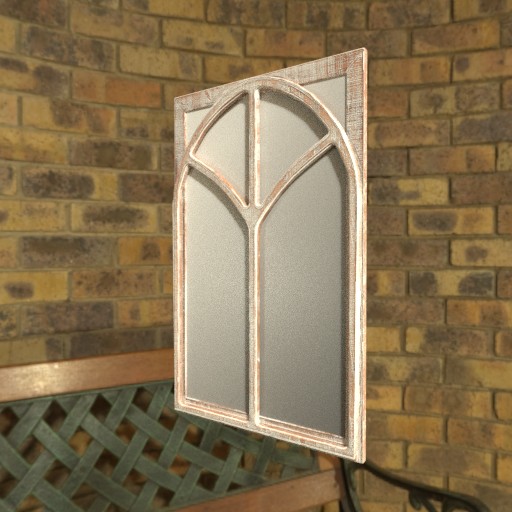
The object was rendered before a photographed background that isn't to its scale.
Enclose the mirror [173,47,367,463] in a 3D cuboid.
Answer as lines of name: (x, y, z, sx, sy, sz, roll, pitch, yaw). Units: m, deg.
mirror: (0.000, 0.000, 0.977, 0.495, 0.787, 0.058, 1, 1, 34)
